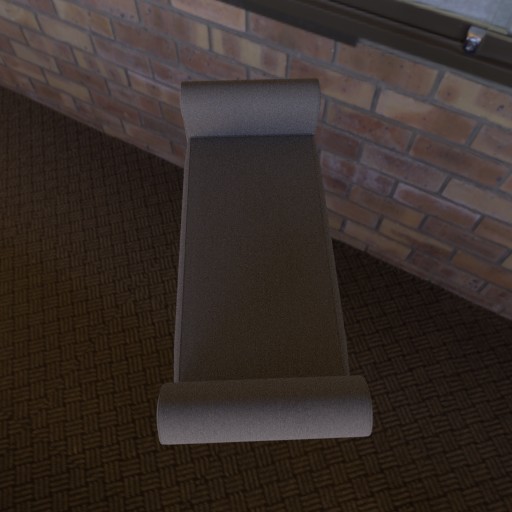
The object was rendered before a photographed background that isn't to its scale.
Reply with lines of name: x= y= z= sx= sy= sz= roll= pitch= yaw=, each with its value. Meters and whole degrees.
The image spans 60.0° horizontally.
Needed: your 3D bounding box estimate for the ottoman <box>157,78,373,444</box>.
ottoman: x=0.000 y=0.000 z=1.552 sx=0.521 sy=0.547 sz=1.256 roll=-2 pitch=60 yaw=-1
